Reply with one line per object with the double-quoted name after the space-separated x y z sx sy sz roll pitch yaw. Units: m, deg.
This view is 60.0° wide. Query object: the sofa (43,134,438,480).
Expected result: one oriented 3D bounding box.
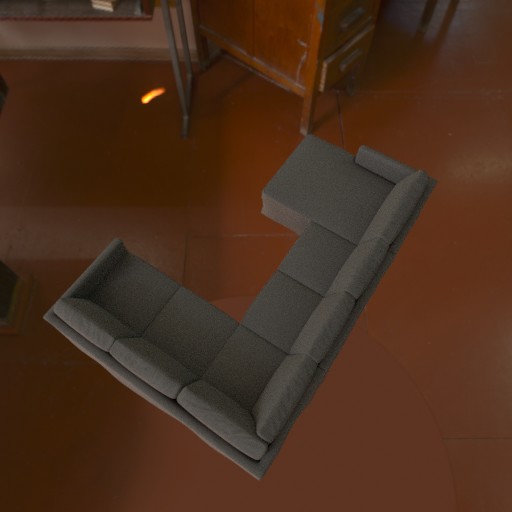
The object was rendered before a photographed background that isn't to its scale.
0.000 0.000 4.642 2.476 0.878 3.528 31 67 14 "sofa"
